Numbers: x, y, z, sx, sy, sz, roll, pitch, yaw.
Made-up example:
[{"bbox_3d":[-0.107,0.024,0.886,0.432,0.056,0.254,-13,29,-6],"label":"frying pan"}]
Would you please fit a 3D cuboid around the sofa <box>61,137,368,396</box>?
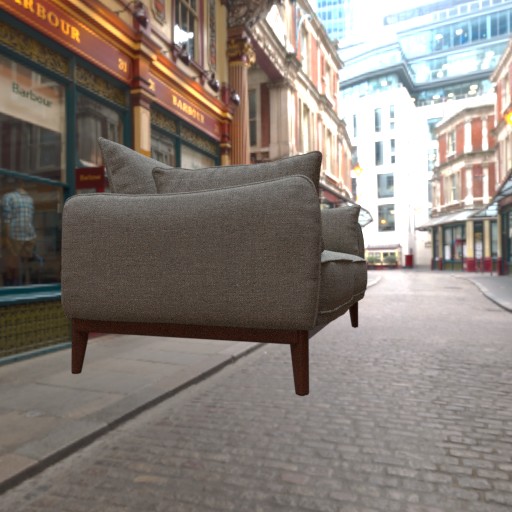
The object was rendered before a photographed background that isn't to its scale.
[{"bbox_3d":[0.000,0.000,2.129,0.972,0.851,1.580,0,-1,19],"label":"sofa"}]
